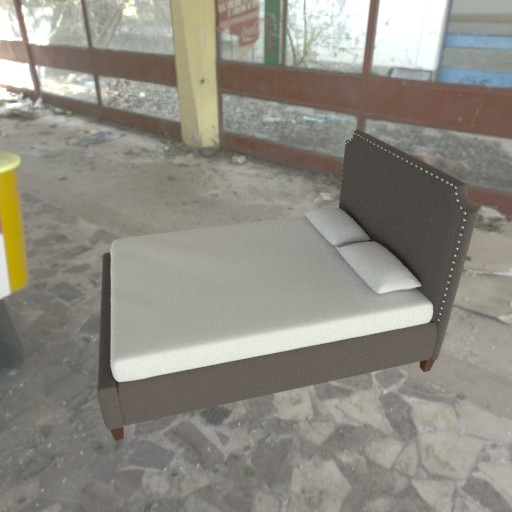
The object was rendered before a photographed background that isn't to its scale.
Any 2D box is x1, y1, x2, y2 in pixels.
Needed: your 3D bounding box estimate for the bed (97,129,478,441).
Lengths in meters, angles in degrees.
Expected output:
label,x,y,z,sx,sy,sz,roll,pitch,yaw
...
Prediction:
label,x,y,z,sx,sy,sz,roll,pitch,yaw
bed,0.000,0.000,3.390,2.372,1.443,1.713,-8,30,-14
